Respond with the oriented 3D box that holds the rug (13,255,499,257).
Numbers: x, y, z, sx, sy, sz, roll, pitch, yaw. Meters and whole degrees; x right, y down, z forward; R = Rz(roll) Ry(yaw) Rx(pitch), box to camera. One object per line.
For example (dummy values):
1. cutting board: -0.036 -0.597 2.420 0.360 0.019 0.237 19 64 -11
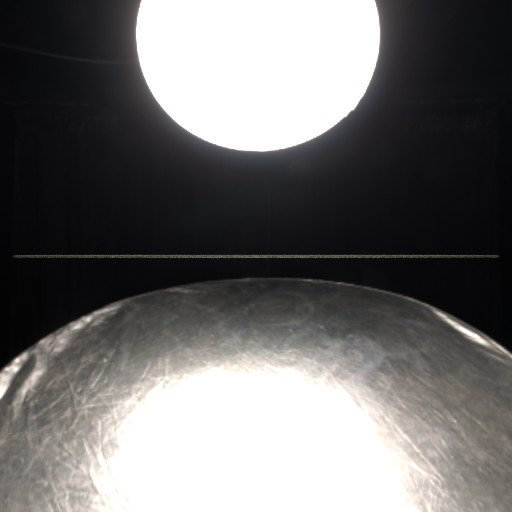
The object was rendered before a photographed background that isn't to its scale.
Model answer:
1. rug: 0.000 0.000 2.966 2.438 0.008 1.523 0 0 -1
